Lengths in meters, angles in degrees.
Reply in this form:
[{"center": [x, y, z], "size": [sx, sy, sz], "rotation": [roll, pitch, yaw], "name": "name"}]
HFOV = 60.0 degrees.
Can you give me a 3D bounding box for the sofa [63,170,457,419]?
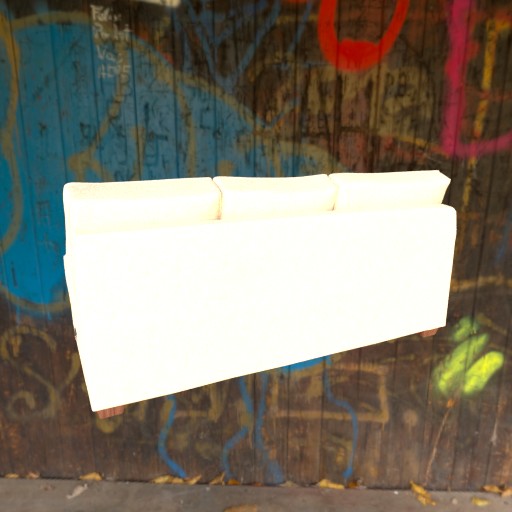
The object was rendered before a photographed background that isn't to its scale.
[{"center": [0.000, 0.000, 2.481], "size": [1.962, 0.946, 1.034], "rotation": [-7, 16, -25], "name": "sofa"}]
